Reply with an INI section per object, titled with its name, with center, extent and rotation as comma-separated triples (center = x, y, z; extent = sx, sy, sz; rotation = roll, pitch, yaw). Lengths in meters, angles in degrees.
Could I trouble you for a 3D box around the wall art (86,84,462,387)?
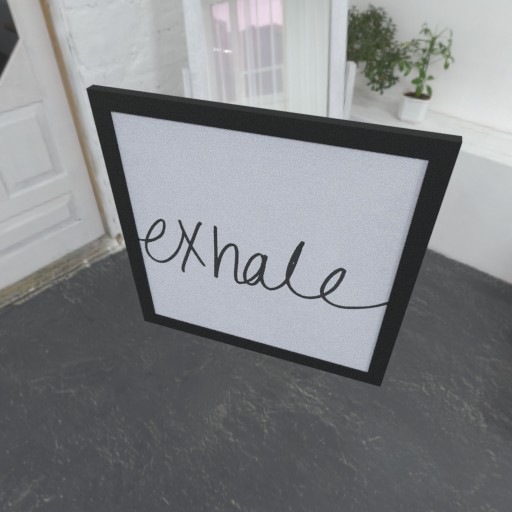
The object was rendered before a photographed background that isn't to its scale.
[wall art]
center = 0.000, 0.000, 0.525
extent = 0.358, 0.357, 0.012
rotation = 13, 43, 14
